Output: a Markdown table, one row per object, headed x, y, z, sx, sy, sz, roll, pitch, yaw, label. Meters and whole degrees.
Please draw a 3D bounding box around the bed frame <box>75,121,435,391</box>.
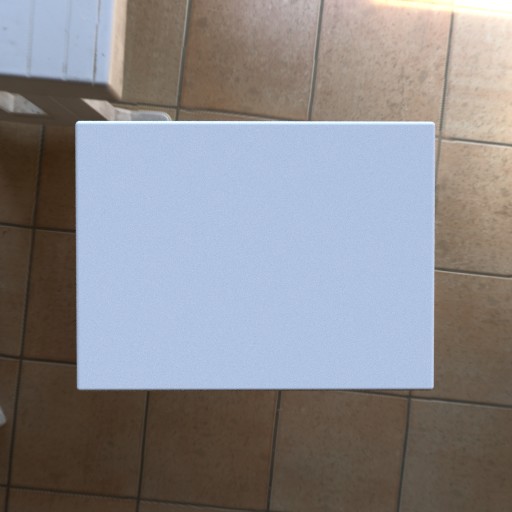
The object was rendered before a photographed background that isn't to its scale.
| x | y | z | sx | sy | sz | roll | pitch | yaw | label |
| --- | --- | --- | --- | --- | --- | --- | --- | --- | --- |
| 0.000 | 0.000 | 2.836 | 2.072 | 0.659 | 1.557 | 0 | 91 | 0 | bed frame |
